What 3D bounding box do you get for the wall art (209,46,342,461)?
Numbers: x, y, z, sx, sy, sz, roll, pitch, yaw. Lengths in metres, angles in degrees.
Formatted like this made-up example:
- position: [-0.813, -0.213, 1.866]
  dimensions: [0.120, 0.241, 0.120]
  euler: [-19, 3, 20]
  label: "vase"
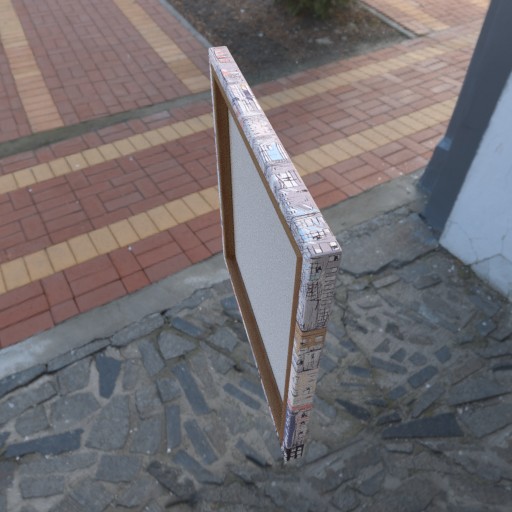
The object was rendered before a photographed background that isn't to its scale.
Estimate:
- position: [0.000, 0.000, 1.134]
  dimensions: [0.048, 0.762, 0.761]
  euler: [-11, 47, -10]
  label: "wall art"
